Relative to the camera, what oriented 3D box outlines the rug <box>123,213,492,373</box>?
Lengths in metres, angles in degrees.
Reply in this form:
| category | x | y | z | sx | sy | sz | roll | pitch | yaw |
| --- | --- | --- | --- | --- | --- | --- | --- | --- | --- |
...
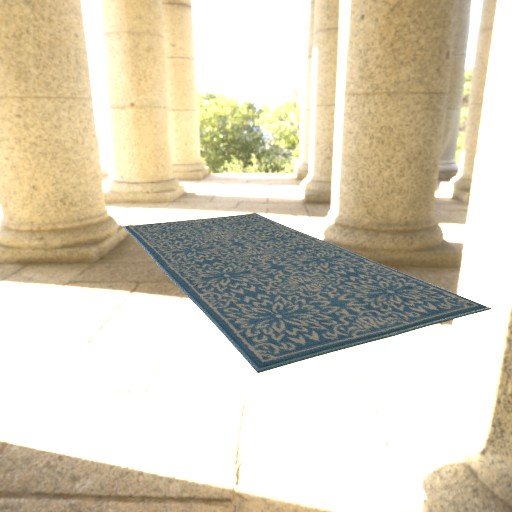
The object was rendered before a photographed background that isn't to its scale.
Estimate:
| category | x | y | z | sx | sy | sz | roll | pitch | yaw |
| --- | --- | --- | --- | --- | --- | --- | --- | --- | --- |
| rug | 0.000 | 0.000 | 1.409 | 0.604 | 0.007 | 1.219 | -8 | 19 | -25 |
